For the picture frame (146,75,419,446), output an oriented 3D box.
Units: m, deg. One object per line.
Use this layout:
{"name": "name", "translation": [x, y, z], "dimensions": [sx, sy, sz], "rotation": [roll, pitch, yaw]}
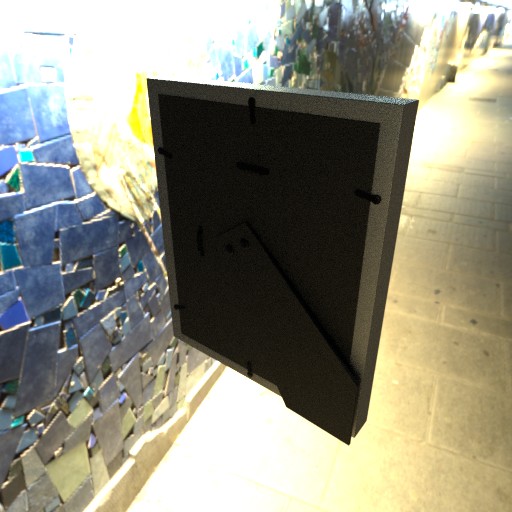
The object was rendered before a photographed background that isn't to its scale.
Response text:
{"name": "picture frame", "translation": [0.000, 0.000, 0.394], "dimensions": [0.233, 0.282, 0.036], "rotation": [20, 34, 33]}
